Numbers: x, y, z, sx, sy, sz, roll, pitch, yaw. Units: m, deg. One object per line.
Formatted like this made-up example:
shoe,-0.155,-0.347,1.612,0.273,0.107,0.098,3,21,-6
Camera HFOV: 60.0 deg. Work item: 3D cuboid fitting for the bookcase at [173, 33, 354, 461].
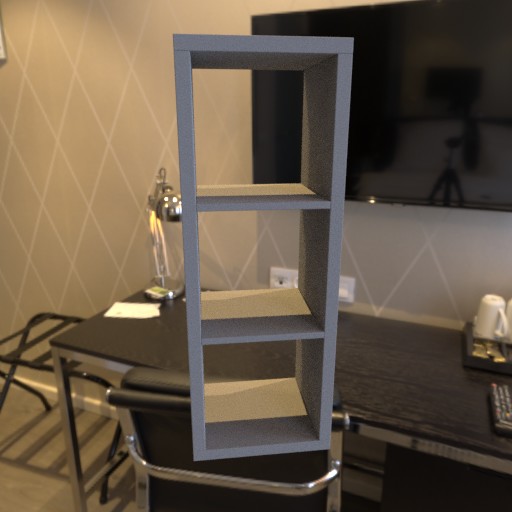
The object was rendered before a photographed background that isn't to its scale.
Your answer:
bookcase,0.000,0.000,1.257,0.390,1.080,0.330,-2,17,-7
